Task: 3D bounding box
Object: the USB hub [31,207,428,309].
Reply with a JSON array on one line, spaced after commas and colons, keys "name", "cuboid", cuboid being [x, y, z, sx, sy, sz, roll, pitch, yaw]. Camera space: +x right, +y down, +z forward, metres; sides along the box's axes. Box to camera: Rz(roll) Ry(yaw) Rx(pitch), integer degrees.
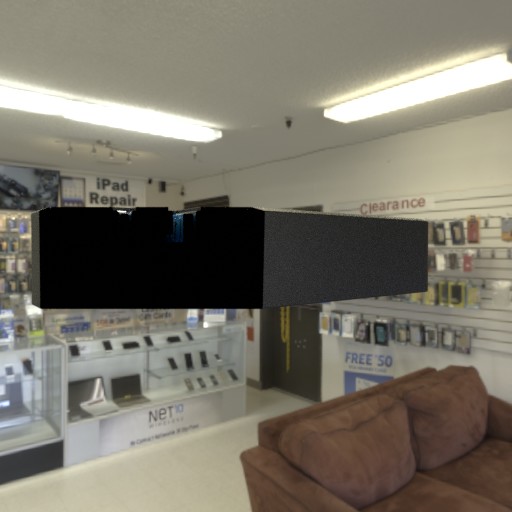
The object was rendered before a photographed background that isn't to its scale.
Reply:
[{"name": "USB hub", "cuboid": [0.000, 0.000, 0.126, 0.110, 0.023, 0.044, -1, 1, -37]}]
